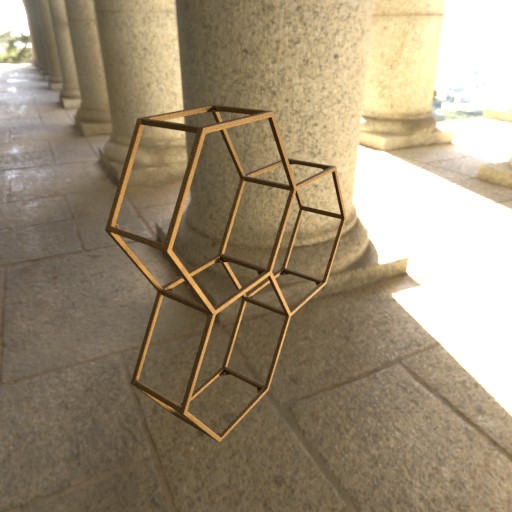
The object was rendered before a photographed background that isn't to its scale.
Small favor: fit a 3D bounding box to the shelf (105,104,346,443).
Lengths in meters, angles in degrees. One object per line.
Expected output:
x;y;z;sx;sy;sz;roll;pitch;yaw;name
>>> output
0.000;0.000;1.074;0.150;0.701;0.708;17;32;31;shelf
